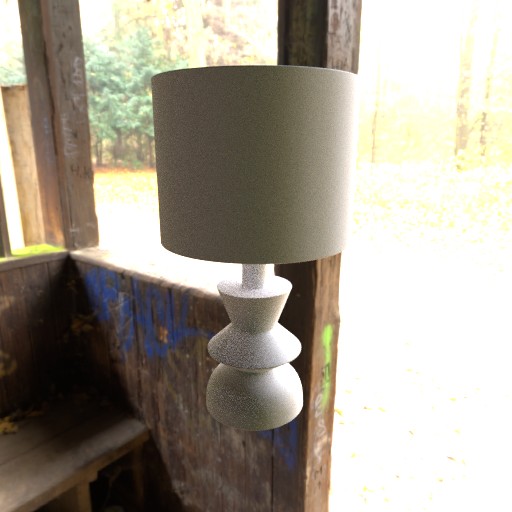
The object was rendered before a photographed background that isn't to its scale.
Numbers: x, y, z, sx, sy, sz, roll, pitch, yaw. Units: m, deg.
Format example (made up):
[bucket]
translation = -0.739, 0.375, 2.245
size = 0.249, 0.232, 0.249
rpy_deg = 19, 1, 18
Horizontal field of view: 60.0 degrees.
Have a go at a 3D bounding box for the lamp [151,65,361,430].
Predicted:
[lamp]
translation = 0.000, 0.000, 0.720
size = 0.301, 0.533, 0.301
rpy_deg = 3, 15, 11
